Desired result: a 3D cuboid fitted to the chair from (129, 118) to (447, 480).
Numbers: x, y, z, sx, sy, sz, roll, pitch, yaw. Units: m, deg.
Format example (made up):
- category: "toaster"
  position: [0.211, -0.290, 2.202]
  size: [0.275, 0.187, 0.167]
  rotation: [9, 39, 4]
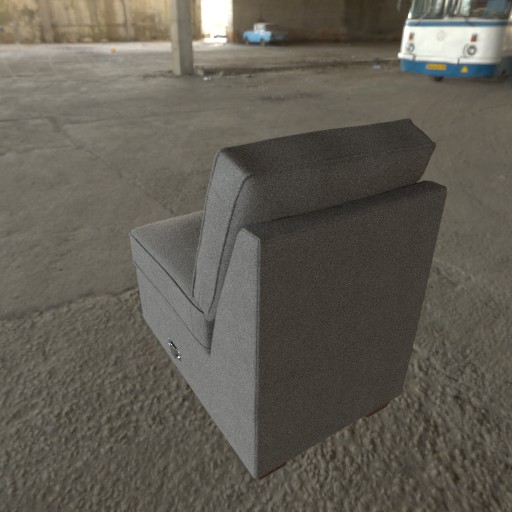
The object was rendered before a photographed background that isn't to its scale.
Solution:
- category: "chair"
  position: [0.000, 0.000, 1.516]
  size: [0.621, 0.970, 0.938]
  rotation: [-17, 32, -28]
